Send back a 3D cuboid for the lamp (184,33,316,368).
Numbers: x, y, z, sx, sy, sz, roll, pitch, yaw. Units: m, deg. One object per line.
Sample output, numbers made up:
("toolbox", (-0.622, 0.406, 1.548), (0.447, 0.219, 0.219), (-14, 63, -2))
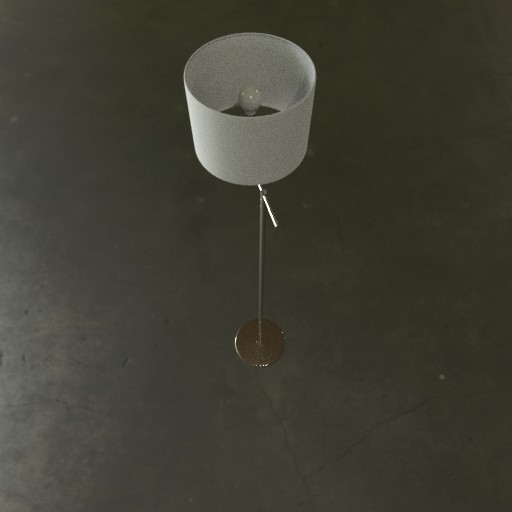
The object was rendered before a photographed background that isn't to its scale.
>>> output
("lamp", (0.000, 0.000, 1.745), (0.324, 1.600, 0.416), (-16, 60, -9))
